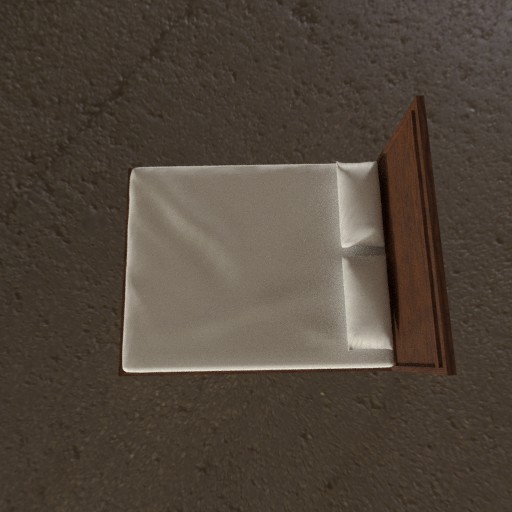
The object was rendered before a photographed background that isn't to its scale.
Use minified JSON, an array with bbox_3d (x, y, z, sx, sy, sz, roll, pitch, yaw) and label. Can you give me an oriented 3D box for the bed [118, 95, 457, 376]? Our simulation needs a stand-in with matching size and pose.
[{"bbox_3d":[0.000,0.000,3.402,2.218,1.487,1.765,-1,77,0],"label":"bed"}]
